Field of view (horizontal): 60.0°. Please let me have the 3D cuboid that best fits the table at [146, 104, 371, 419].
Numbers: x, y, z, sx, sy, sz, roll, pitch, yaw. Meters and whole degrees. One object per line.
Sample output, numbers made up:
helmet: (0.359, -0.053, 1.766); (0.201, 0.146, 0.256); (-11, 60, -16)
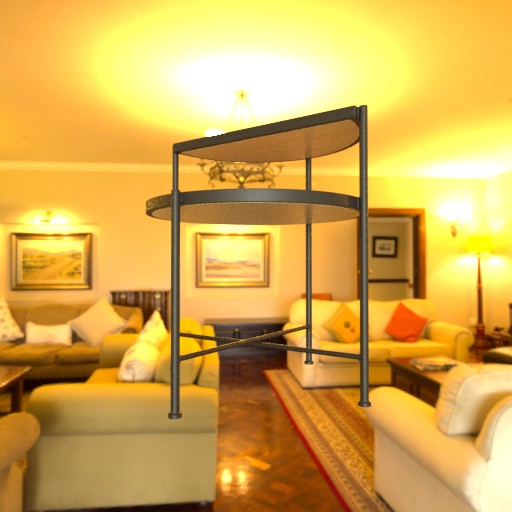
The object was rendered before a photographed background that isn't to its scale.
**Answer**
table: (0.000, 0.000, 1.183); (0.629, 0.684, 0.628); (-1, -1, 35)
